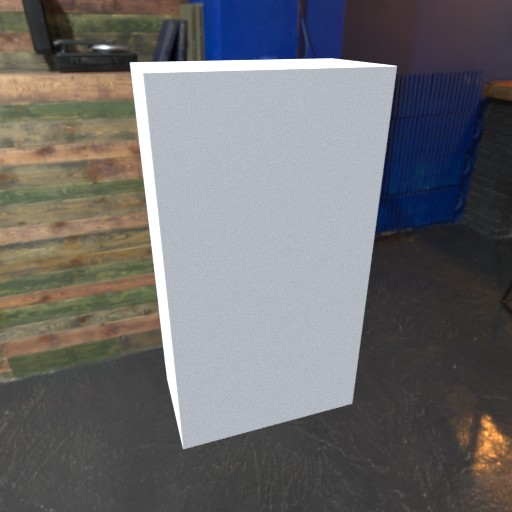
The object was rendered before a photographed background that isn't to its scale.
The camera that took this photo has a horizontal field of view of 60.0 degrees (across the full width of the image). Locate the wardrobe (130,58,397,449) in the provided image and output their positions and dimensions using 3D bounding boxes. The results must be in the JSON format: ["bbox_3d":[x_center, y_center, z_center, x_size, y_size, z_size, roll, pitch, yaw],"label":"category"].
[{"bbox_3d":[0.000,0.000,2.271,0.991,1.808,0.577,-9,28,-17],"label":"wardrobe"}]
